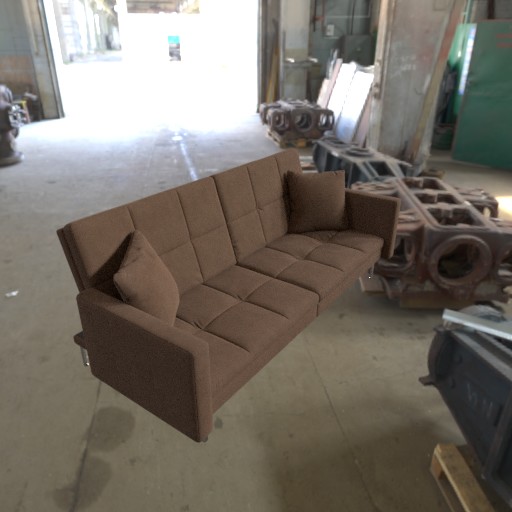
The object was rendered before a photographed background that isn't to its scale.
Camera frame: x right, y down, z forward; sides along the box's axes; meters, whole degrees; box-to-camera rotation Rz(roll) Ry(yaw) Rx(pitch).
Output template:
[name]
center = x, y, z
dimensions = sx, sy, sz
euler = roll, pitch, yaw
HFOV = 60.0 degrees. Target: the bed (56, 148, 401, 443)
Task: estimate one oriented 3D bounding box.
[bed]
center = 0.000, 0.000, 2.384
dimensions = 0.889, 0.787, 1.905
euler = 18, 31, 32
